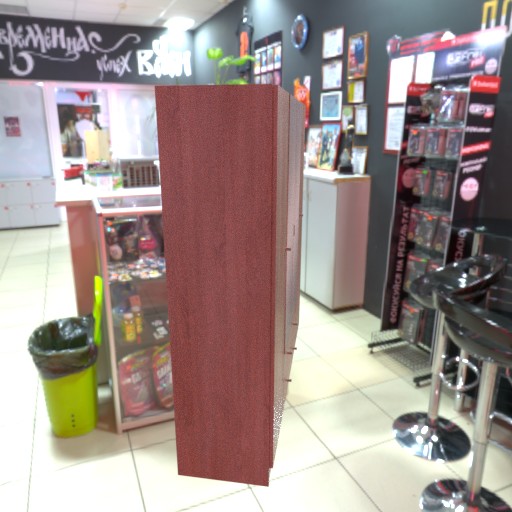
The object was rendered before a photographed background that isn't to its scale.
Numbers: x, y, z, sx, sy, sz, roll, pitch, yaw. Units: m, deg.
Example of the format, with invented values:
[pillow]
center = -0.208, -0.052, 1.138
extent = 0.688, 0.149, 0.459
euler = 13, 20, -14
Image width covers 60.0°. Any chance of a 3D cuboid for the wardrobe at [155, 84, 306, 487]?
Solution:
[wardrobe]
center = 0.000, 0.000, 3.216
extent = 0.598, 2.159, 1.998
euler = 3, 16, 9
